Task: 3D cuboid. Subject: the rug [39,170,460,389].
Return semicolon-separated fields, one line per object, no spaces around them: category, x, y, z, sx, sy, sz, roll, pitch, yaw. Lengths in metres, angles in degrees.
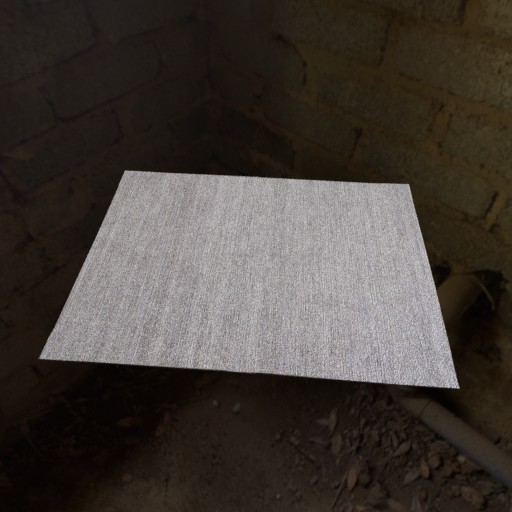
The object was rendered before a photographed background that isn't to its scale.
rug;0.000;0.000;4.147;3.202;0.045;2.434;3;47;3
